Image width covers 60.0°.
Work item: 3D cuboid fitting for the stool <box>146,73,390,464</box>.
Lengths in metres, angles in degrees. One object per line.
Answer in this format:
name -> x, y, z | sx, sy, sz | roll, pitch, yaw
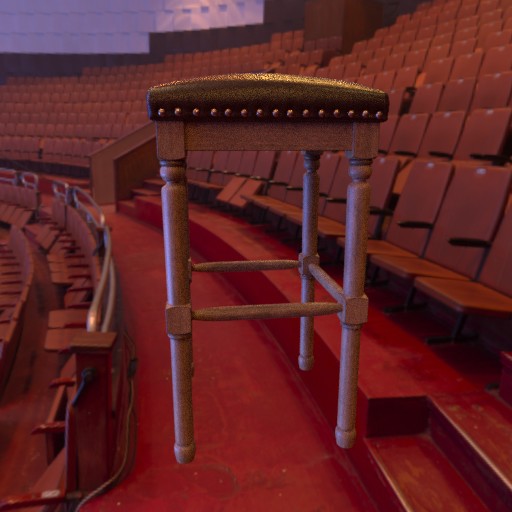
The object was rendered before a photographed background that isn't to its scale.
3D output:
stool -> 0.000, 0.000, 0.929 | 0.383, 0.702, 0.382 | -2, 14, -8
